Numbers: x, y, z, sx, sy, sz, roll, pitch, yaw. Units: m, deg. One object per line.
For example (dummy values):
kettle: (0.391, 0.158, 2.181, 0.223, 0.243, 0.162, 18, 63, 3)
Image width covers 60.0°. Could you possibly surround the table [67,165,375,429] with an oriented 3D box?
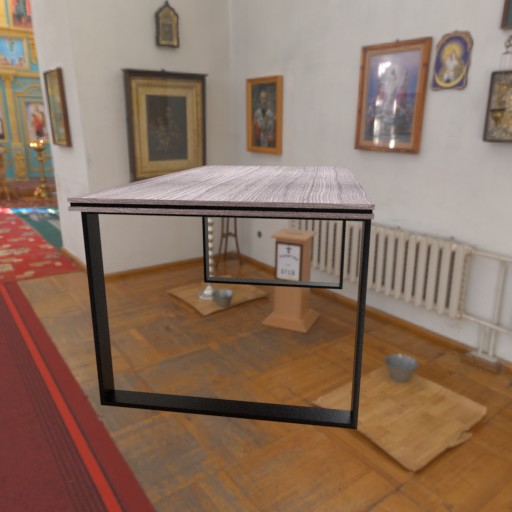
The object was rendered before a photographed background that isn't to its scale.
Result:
table: (0.000, 0.000, 2.086, 0.881, 0.736, 1.579, 2, 15, 8)
